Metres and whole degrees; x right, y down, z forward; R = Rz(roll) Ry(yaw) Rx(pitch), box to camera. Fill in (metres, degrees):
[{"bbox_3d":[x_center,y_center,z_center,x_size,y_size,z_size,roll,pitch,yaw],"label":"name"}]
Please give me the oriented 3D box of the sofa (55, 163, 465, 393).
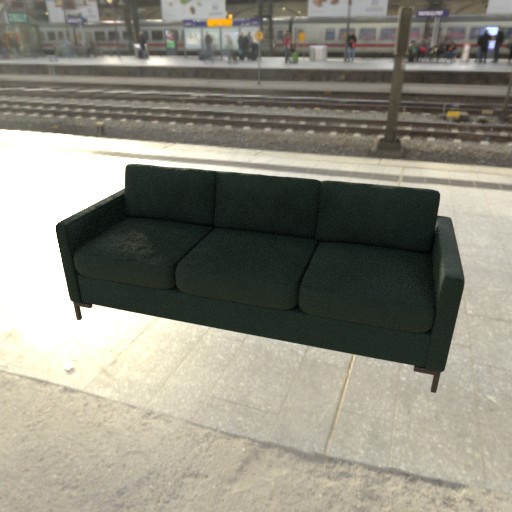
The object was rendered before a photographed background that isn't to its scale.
[{"bbox_3d":[0.000,0.000,2.710,2.218,0.870,0.859,8,27,16],"label":"sofa"}]
